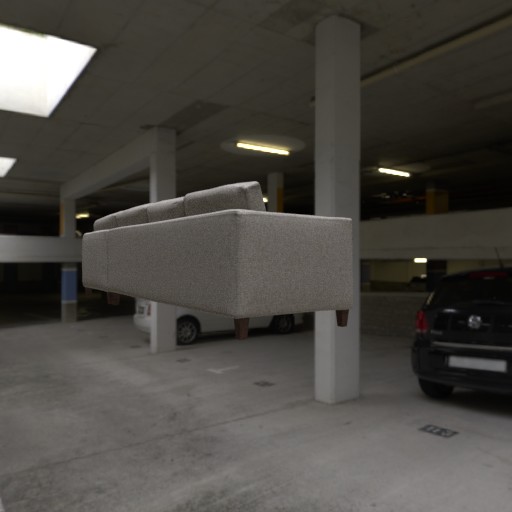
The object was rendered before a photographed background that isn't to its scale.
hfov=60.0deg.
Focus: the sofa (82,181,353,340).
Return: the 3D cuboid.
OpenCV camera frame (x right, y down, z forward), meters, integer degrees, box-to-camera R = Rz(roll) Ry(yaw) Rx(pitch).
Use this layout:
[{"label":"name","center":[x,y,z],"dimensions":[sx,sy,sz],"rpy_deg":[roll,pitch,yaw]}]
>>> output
[{"label":"sofa","center":[0.000,0.000,4.466],"dimensions":[2.593,0.947,3.302],"rpy_deg":[0,0,-35]}]
